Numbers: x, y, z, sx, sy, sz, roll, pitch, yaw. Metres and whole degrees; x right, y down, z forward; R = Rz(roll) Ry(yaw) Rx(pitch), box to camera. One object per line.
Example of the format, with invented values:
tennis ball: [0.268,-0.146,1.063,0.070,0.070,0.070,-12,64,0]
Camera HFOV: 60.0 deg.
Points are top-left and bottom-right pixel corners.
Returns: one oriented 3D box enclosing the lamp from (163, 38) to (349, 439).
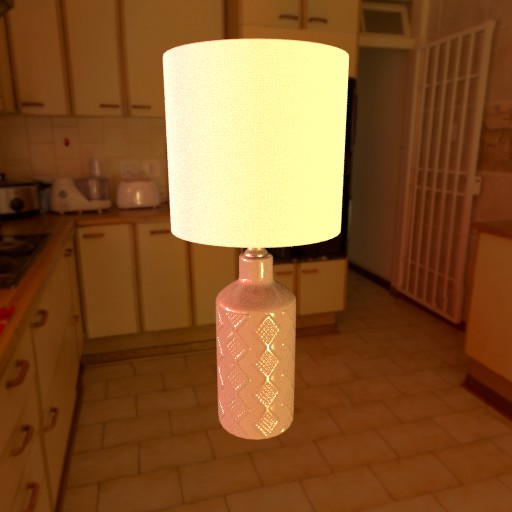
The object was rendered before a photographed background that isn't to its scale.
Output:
lamp: [0.000,0.000,0.559,0.207,0.461,0.207,13,20,42]
